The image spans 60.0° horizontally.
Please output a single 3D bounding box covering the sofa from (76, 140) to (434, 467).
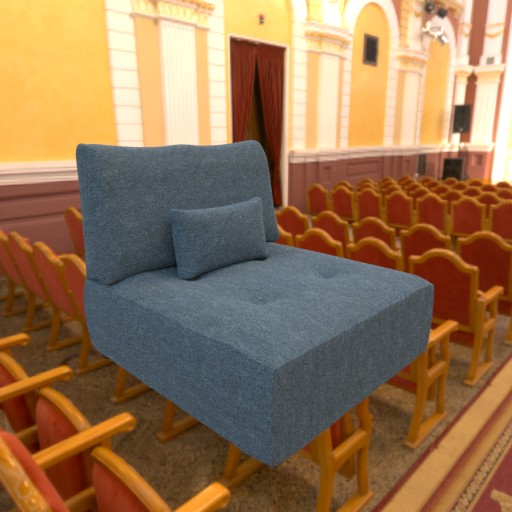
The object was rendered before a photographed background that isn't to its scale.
[{"bbox_3d":[0.000,0.000,1.663,1.000,0.820,0.930,15,21,42],"label":"sofa"}]
